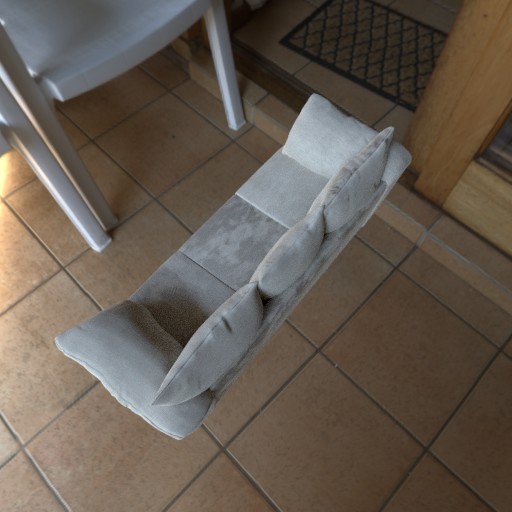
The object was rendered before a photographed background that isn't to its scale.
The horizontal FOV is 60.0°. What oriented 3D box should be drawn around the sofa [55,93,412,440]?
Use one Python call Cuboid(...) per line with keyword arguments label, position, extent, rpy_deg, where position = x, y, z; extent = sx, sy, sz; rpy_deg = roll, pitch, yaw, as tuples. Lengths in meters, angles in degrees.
Cuboid(label="sofa", position=(0.000, 0.000, 2.883), extent=(0.893, 0.981, 2.377), rpy_deg=(36, 68, 17))
